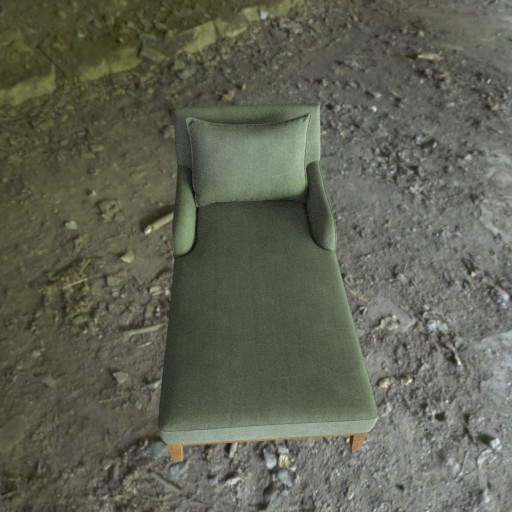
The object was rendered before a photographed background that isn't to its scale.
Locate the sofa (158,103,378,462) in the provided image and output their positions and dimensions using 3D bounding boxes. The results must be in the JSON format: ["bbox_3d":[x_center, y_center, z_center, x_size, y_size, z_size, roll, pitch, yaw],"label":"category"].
[{"bbox_3d":[0.000,0.000,2.319,0.894,0.859,1.779,-3,46,-2],"label":"sofa"}]
